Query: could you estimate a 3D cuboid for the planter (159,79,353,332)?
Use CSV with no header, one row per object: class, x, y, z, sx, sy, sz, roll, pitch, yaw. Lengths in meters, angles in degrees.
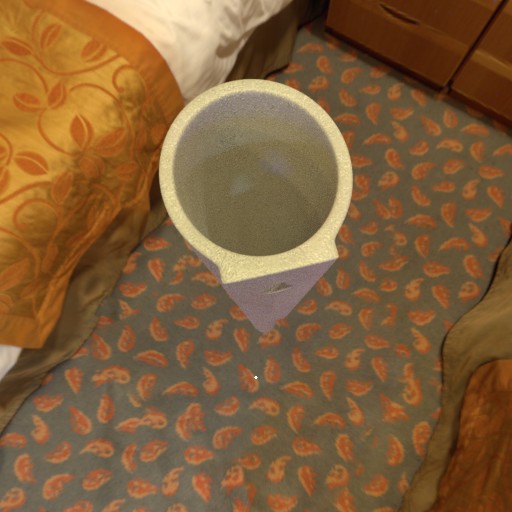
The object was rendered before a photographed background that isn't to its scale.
planter,0.000,0.000,0.223,0.057,0.191,0.064,-13,75,-3
